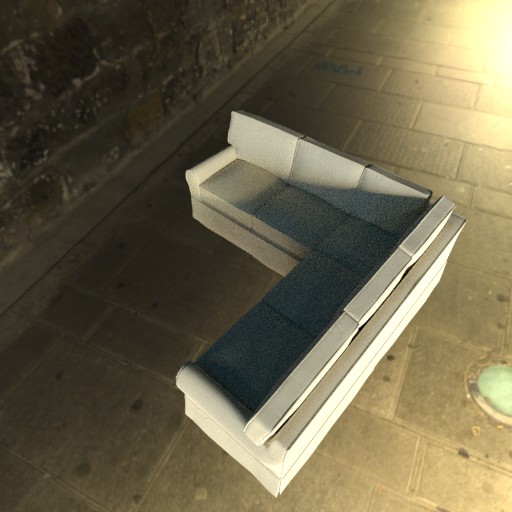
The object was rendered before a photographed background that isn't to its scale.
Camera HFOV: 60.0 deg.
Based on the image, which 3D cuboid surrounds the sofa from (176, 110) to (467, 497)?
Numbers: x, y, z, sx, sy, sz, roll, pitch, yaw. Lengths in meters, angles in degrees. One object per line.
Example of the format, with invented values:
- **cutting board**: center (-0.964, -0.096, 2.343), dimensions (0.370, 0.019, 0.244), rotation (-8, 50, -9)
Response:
- **sofa**: center (0.000, 0.000, 3.914), dimensions (2.591, 1.070, 2.597), rotation (32, 55, 26)
